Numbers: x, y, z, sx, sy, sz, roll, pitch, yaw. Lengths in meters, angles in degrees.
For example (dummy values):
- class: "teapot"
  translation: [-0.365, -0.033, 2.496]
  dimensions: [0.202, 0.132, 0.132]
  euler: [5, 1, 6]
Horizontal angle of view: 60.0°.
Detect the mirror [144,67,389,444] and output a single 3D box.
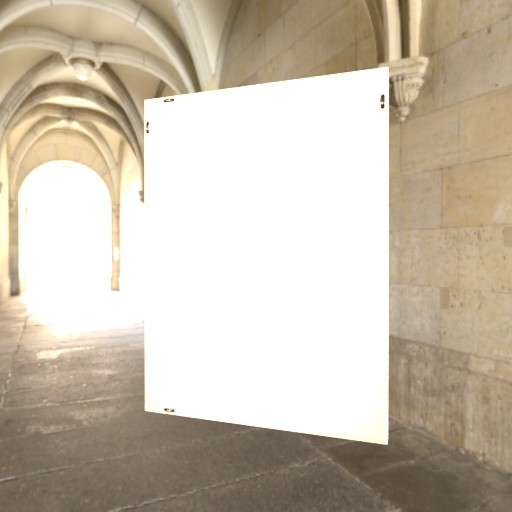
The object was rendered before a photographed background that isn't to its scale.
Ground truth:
- class: "mirror"
  translation: [0.000, 0.000, 1.335]
  dimensions: [0.762, 1.016, 0.040]
  euler: [0, 0, 20]
